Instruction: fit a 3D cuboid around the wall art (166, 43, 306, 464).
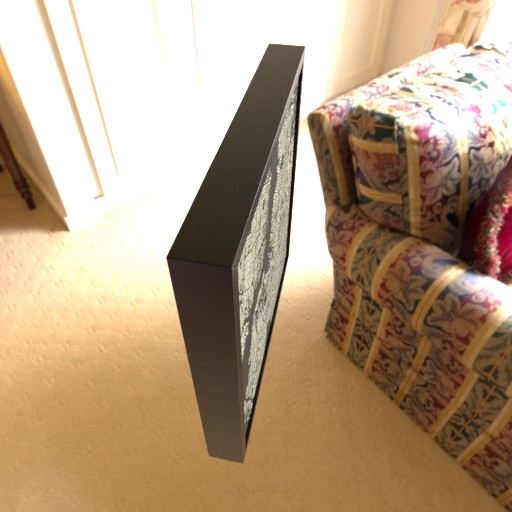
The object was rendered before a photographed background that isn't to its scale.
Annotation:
[{"bbox_3d":[0.000,0.000,0.446,0.037,0.299,0.299,9,47,8],"label":"wall art"}]
